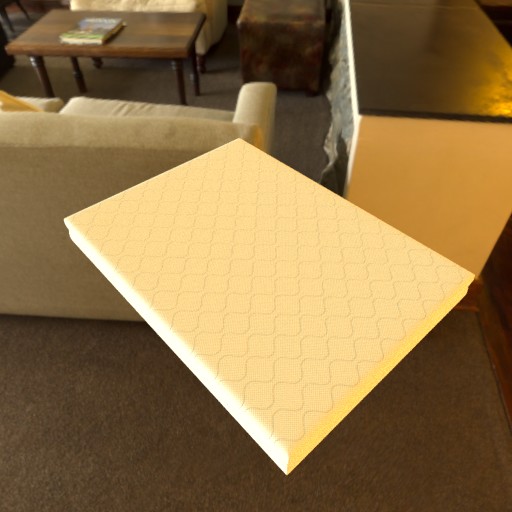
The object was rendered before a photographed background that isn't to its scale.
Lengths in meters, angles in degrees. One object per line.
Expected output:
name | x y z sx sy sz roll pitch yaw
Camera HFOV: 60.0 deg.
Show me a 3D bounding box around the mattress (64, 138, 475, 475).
mattress | 0.000 0.000 2.551 1.400 0.200 1.900 -33 53 -29
